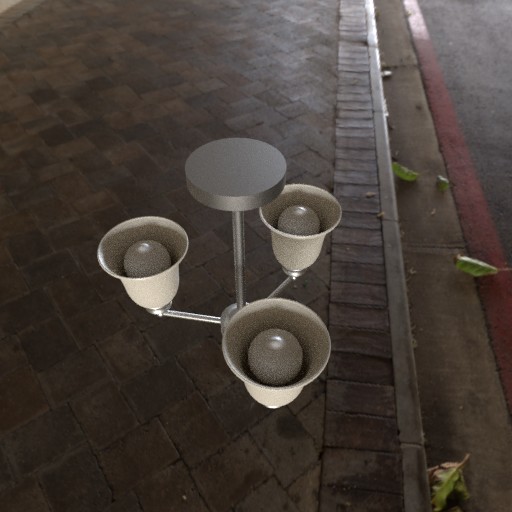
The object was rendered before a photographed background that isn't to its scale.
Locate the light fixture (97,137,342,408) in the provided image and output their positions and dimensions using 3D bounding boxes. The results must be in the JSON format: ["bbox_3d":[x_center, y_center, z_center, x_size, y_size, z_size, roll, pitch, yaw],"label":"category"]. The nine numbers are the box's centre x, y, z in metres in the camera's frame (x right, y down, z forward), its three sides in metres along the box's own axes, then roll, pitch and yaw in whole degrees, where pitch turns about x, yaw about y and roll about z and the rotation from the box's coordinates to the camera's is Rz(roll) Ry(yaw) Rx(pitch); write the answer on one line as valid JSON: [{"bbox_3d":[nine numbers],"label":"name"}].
[{"bbox_3d":[0.000,0.000,0.678,0.388,0.370,0.354,32,54,27],"label":"light fixture"}]
